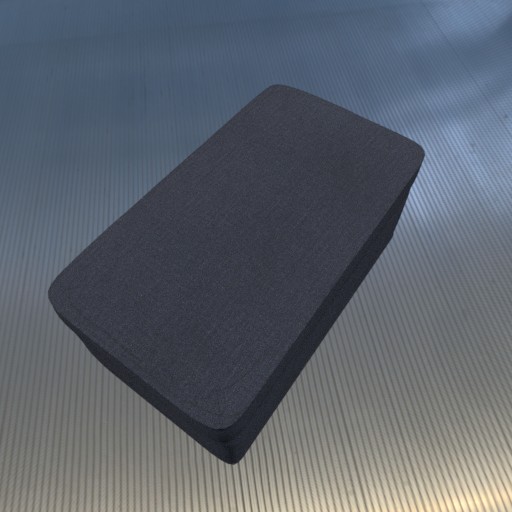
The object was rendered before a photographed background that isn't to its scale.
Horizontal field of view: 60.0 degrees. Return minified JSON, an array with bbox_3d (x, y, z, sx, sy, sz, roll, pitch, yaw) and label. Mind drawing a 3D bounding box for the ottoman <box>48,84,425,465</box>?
[{"bbox_3d":[0.000,0.000,1.192,0.505,0.453,0.895,31,62,19],"label":"ottoman"}]
